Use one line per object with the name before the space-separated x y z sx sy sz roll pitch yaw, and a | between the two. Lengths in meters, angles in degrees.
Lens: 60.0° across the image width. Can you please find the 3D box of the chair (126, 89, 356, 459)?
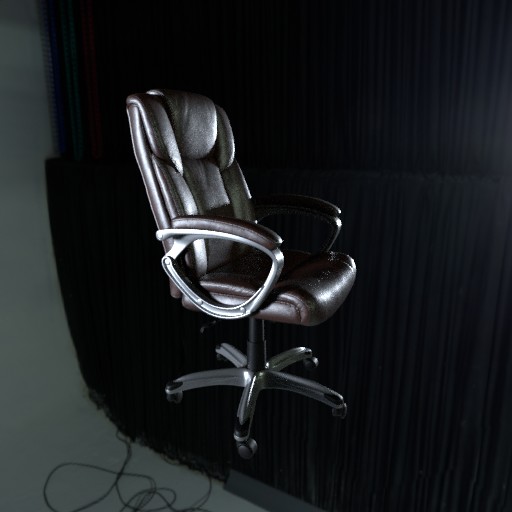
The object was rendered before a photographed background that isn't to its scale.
chair | 0.000 0.000 1.573 0.692 1.128 0.656 7 16 25
